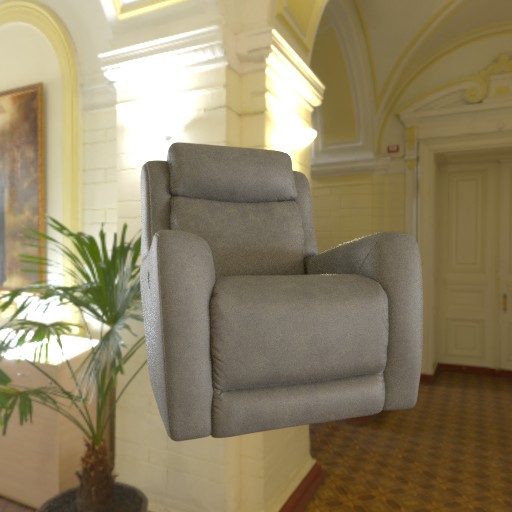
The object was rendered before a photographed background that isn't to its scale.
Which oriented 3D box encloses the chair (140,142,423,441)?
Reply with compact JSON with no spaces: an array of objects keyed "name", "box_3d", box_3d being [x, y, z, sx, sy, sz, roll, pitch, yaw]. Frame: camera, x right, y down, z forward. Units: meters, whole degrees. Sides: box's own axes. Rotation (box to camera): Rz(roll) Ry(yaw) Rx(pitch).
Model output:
[{"name":"chair","box_3d":[0.000,0.000,1.918,0.965,1.116,1.068,0,1,-19]}]
